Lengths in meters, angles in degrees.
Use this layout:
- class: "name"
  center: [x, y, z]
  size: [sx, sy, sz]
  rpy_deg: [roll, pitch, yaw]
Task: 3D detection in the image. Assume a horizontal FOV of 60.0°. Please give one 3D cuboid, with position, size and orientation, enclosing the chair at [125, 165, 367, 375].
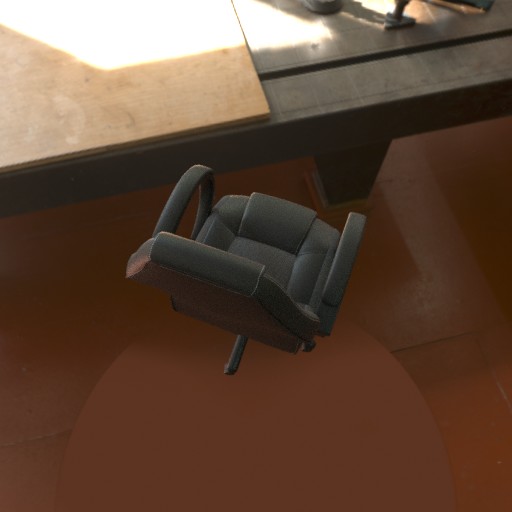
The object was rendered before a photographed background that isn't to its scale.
- class: "chair"
  center: [0.000, 0.000, 1.619]
  size: [0.673, 1.187, 0.724]
  rpy_deg: [18, 65, 9]
